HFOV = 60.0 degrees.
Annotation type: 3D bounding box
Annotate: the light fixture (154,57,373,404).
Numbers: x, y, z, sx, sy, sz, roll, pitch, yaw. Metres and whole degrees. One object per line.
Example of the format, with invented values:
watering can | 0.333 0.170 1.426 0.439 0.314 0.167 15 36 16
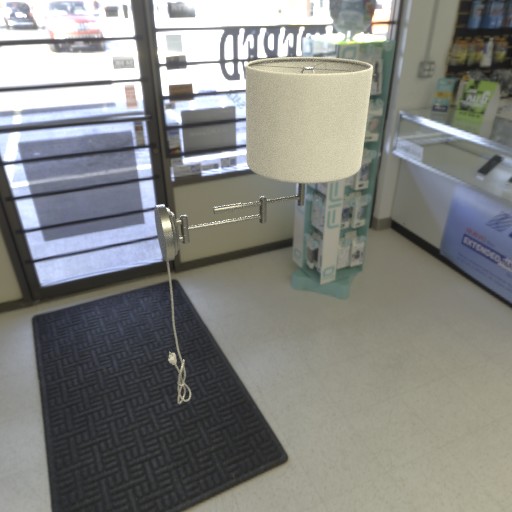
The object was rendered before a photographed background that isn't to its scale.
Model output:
light fixture | 0.000 0.000 1.065 0.479 0.842 0.253 -11 32 -18
